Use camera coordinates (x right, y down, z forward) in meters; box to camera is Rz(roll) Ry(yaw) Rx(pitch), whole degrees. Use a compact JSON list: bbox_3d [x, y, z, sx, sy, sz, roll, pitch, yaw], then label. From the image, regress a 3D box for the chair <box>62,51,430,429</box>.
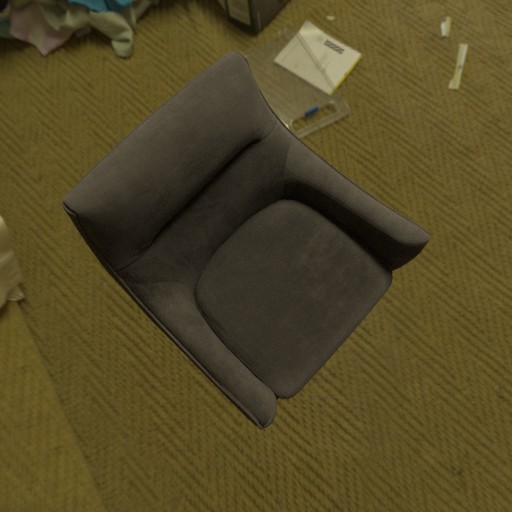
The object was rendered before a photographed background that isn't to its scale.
[{"bbox_3d":[0.000,0.000,1.460,0.787,0.838,0.762,42,78,11],"label":"chair"}]
